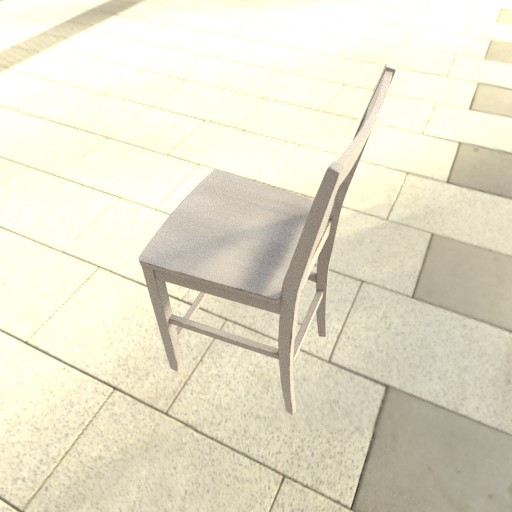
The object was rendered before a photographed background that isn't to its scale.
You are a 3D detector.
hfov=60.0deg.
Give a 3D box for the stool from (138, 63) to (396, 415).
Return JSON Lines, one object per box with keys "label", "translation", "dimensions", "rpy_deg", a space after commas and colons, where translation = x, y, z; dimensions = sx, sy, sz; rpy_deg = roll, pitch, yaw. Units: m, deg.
{"label": "stool", "translation": [0.000, 0.000, 1.351], "dimensions": [0.539, 1.079, 0.462], "rpy_deg": [18, 49, 16]}
